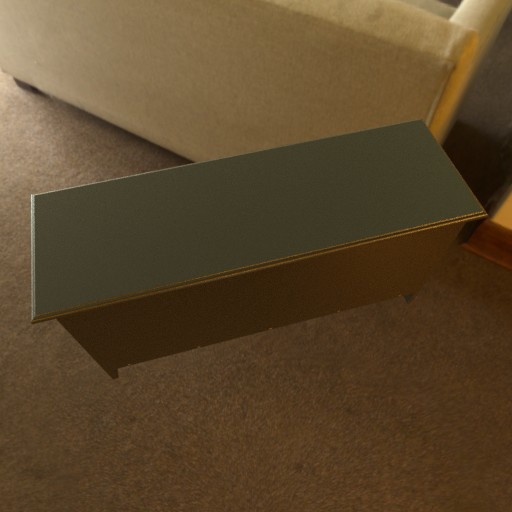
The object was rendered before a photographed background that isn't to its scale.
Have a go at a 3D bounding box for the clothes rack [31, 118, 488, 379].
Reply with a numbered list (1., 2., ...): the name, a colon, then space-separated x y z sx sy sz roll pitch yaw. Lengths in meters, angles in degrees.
1. clothes rack: 0.000 0.000 1.468 1.219 0.556 0.406 -13 59 -8
